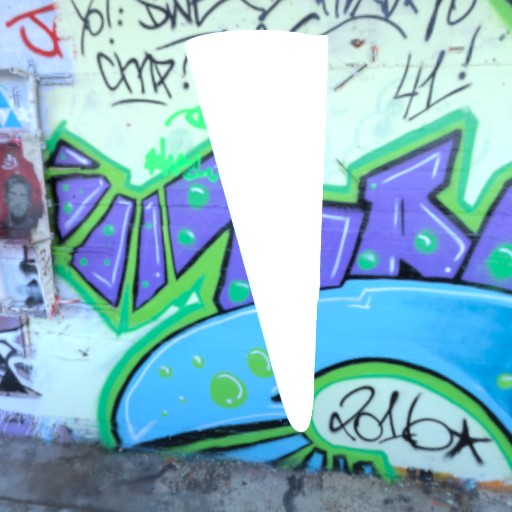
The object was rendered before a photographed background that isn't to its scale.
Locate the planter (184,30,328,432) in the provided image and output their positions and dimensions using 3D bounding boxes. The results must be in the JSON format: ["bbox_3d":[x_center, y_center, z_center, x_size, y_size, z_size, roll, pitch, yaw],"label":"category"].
[{"bbox_3d":[0.000,0.000,0.221,0.064,0.193,0.057,2,14,9],"label":"planter"}]
